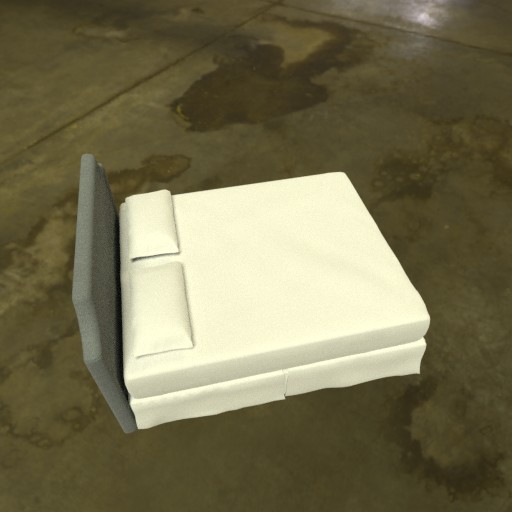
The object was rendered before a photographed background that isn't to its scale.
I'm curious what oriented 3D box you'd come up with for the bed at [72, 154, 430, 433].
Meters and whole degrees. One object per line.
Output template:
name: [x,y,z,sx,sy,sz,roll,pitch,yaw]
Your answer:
bed: [0.000,0.000,3.366,2.259,1.296,1.811,-9,48,-9]
